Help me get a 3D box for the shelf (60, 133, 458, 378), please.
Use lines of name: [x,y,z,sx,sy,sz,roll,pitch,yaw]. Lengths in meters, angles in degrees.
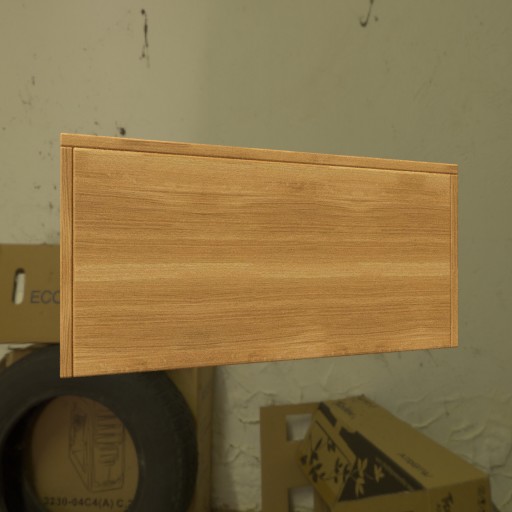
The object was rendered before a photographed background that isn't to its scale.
shelf: [0.000,0.000,1.034,0.800,0.400,0.400,0,0,-18]
